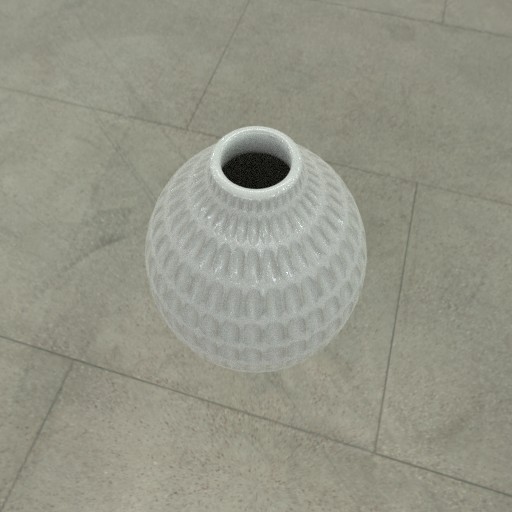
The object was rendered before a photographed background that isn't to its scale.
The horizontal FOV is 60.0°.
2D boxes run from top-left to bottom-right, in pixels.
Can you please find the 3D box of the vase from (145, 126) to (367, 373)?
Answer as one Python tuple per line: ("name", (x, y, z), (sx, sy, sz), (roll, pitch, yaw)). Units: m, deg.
("vase", (0.000, 0.000, 0.332), (0.162, 0.223, 0.162), (0, 62, 0))
